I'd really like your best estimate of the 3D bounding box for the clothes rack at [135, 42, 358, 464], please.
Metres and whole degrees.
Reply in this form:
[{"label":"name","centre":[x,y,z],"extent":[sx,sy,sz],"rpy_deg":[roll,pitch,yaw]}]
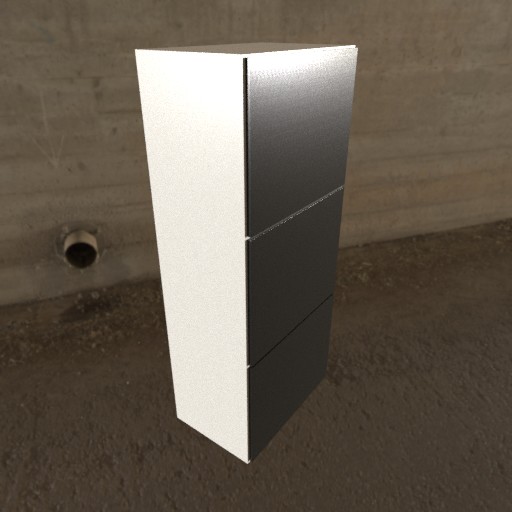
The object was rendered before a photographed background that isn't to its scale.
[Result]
[{"label":"clothes rack","centre":[0.000,0.000,1.391],"extent":[0.330,1.187,0.500],"rpy_deg":[19,33,32]}]
